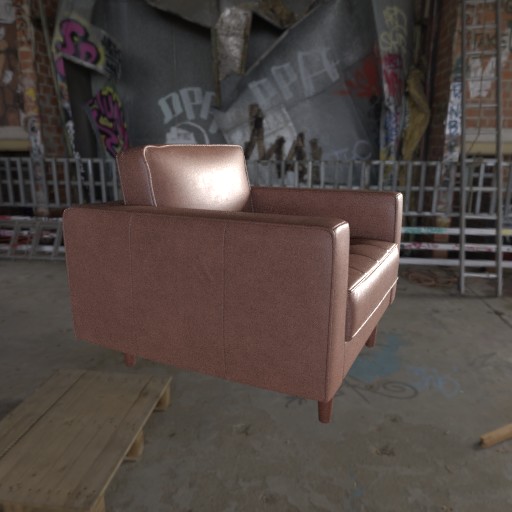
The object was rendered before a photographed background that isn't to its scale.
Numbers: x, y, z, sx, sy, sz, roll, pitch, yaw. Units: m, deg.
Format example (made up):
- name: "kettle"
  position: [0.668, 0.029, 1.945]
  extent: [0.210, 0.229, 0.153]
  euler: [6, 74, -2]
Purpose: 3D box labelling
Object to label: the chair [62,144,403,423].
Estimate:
- name: "chair"
  position: [0.000, 0.000, 1.567]
  extent: [0.900, 0.770, 0.920]
  euler: [7, 16, 26]
